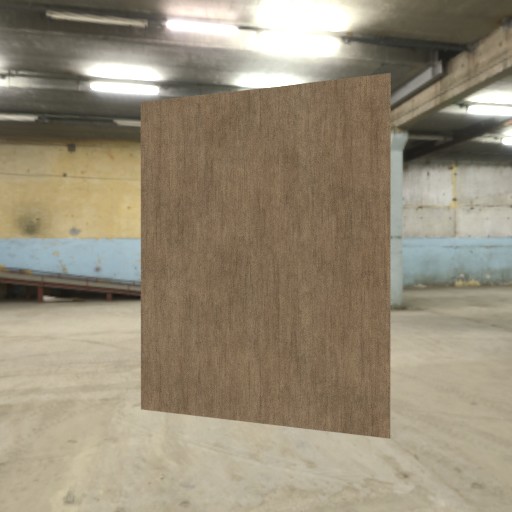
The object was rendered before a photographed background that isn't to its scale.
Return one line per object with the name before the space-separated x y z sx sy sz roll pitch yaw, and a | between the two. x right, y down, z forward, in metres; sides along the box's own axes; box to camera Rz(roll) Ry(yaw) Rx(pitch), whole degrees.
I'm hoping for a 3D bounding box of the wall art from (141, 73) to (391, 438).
wall art | 0.000 0.000 0.919 0.534 0.686 0.018 0 0 17
